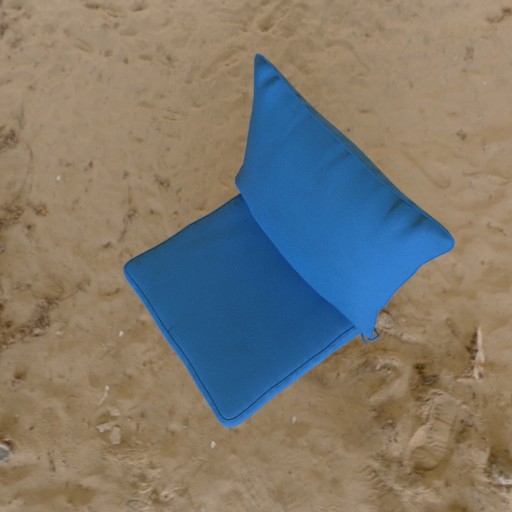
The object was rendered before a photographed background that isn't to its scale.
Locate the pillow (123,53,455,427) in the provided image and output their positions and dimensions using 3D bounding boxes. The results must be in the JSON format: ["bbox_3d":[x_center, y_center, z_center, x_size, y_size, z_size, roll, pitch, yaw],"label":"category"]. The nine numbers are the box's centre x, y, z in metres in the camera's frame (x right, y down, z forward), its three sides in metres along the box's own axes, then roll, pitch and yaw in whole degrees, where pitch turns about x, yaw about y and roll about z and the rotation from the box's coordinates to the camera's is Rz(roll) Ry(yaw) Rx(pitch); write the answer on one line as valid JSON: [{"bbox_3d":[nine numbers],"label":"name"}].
[{"bbox_3d":[0.000,0.000,1.377,0.733,0.725,0.798,-33,69,-15],"label":"pillow"}]
